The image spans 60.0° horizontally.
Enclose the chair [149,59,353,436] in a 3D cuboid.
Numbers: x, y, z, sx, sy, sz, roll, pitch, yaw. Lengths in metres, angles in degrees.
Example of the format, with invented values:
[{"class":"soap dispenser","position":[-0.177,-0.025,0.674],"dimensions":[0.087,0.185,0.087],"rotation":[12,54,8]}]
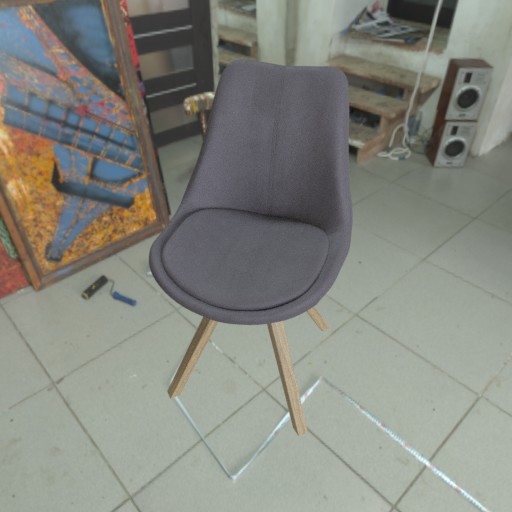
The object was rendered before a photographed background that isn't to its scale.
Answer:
[{"class":"chair","position":[0.000,0.000,1.203],"dimensions":[0.483,0.865,0.547],"rotation":[11,40,14]}]
